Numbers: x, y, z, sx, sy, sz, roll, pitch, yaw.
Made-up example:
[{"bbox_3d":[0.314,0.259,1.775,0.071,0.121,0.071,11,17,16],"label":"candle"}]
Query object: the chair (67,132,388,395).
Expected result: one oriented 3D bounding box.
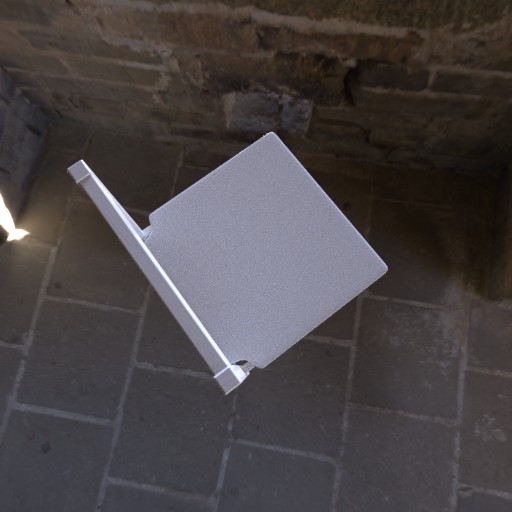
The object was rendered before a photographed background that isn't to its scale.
[{"bbox_3d":[0.000,0.000,0.896,0.361,0.668,0.367,-36,79,-8],"label":"chair"}]
